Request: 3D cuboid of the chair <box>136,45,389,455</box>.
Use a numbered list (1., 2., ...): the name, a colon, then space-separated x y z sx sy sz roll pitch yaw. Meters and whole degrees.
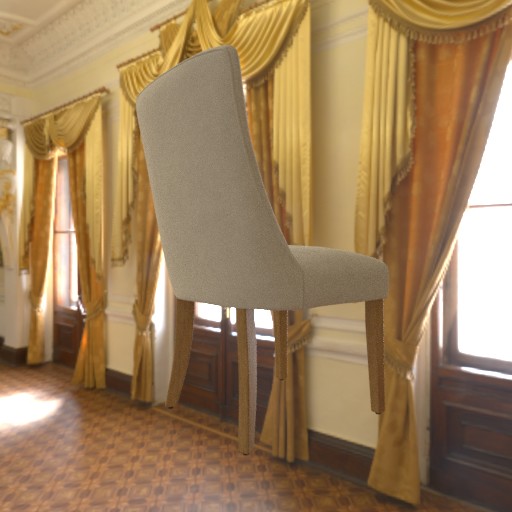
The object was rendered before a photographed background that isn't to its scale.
1. chair: 0.000 0.000 1.264 0.610 0.902 0.495 0 1 -37
